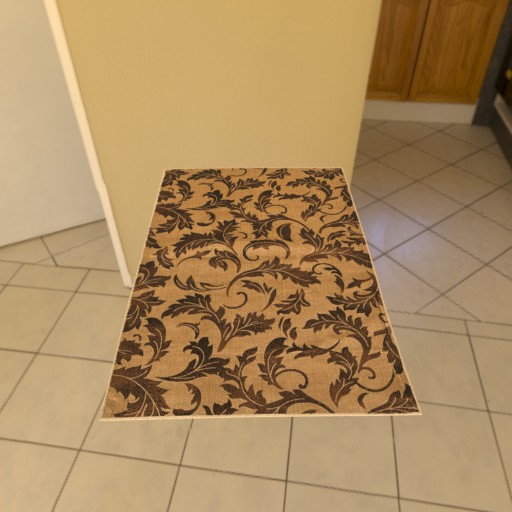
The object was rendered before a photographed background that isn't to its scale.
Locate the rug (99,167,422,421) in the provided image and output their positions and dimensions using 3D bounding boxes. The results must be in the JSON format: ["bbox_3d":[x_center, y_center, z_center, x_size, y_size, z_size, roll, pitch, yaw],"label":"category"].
[{"bbox_3d":[0.000,0.000,2.924,1.522,0.008,2.284,-1,41,-1],"label":"rug"}]
